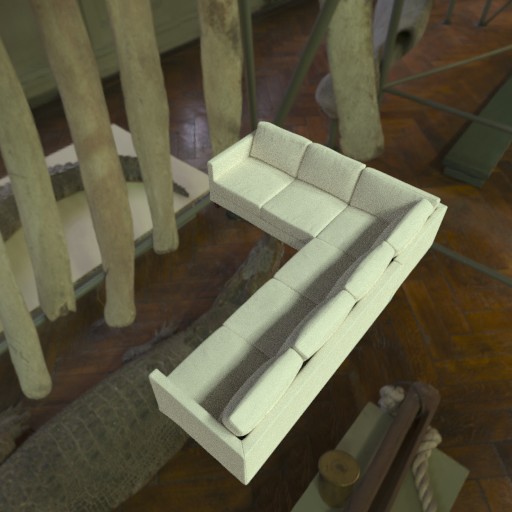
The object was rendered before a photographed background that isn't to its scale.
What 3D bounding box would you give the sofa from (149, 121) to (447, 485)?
[{"bbox_3d":[0.000,0.000,4.332,2.432,0.863,3.182,31,54,26],"label":"sofa"}]
